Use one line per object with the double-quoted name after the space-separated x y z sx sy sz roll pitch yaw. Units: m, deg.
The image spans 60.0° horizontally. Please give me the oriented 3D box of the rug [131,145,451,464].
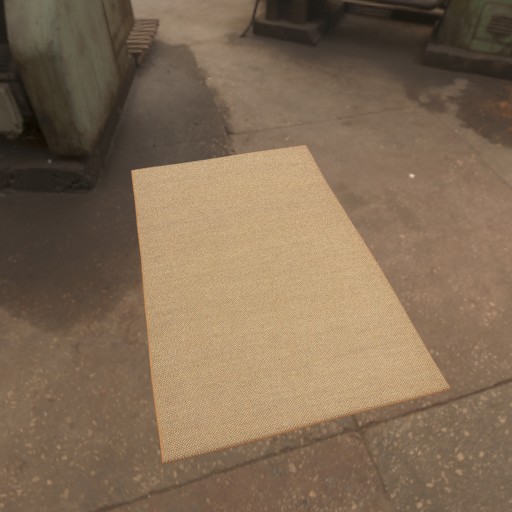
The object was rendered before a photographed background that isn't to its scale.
0.000 0.000 2.106 1.078 0.013 1.678 -11 48 -10 "rug"
